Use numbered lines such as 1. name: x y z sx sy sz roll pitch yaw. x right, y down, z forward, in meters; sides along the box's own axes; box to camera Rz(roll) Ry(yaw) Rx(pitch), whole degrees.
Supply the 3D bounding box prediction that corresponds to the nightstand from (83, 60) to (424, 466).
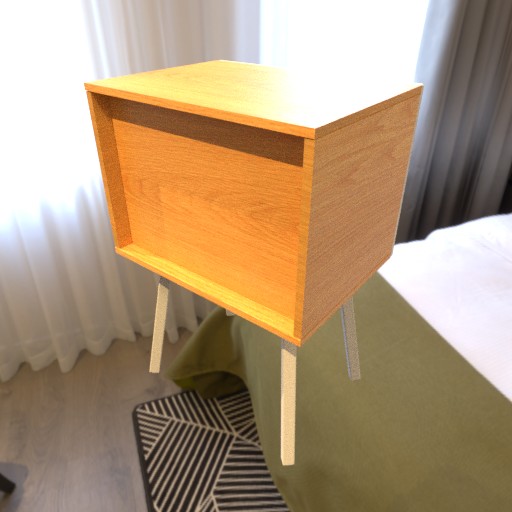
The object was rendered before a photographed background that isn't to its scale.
1. nightstand: 0.000 0.000 0.812 0.400 0.601 0.316 22 38 32
